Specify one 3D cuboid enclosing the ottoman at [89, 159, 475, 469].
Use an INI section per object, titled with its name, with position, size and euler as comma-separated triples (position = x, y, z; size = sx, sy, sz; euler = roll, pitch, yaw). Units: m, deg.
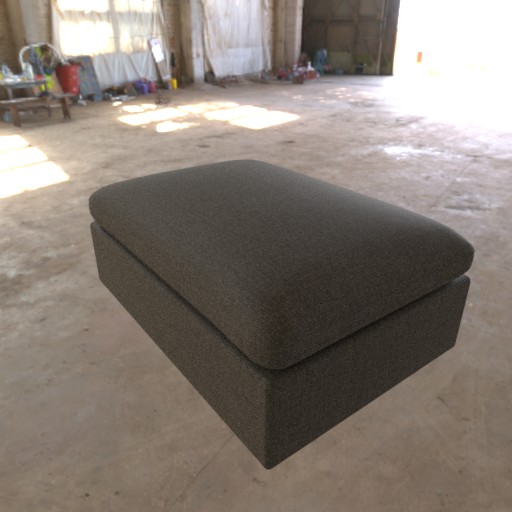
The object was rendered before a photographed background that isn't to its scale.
[ottoman]
position = 0.000, 0.000, 1.402
size = 0.711, 0.483, 1.041
euler = -18, 32, -32
